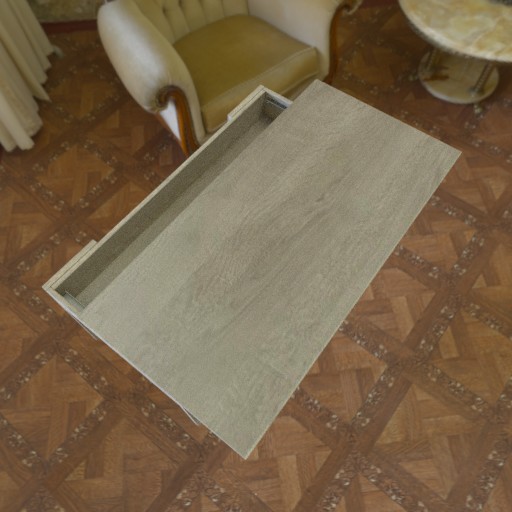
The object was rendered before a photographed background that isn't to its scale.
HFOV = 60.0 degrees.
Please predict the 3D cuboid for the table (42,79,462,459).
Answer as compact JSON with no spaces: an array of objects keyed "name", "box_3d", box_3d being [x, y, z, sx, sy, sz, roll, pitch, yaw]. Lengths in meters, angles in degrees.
[{"name":"table","box_3d":[0.000,0.000,1.422,0.711,0.570,1.000,34,67,17]}]
